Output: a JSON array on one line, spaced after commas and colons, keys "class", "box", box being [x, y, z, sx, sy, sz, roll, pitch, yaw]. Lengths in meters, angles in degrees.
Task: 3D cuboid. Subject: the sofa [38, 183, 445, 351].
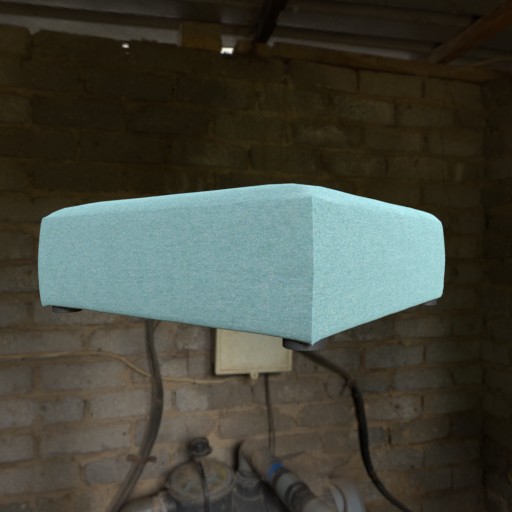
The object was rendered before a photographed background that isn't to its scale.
[{"class": "sofa", "box": [0.000, 0.000, 1.422, 0.930, 0.330, 0.930, 1, 1, 36]}]
